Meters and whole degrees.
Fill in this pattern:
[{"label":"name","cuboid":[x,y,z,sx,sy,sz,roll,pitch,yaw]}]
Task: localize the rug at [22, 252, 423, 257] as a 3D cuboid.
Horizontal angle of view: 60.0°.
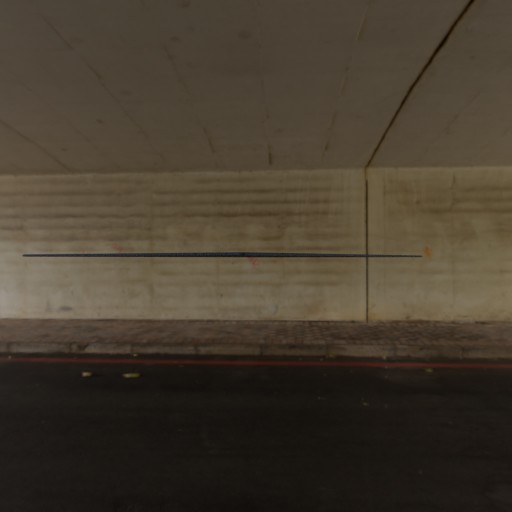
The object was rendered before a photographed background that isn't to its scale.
[{"label":"rug","cuboid":[0.000,0.000,2.331,1.219,0.010,1.829,0,0,35]}]
